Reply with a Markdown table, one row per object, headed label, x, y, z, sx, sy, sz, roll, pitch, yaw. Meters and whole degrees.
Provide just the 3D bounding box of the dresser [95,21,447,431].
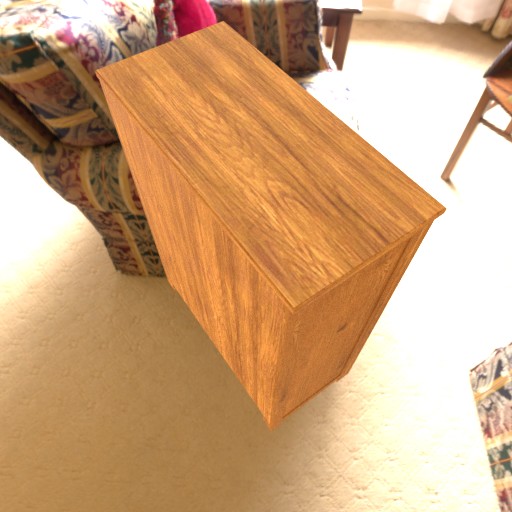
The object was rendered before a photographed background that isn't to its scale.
| label | x | y | z | sx | sy | sz | roll | pitch | yaw |
| --- | --- | --- | --- | --- | --- | --- | --- | --- | --- |
| dresser | 0.000 | 0.000 | 1.931 | 0.558 | 1.431 | 1.081 | -31 | 63 | -18 |
